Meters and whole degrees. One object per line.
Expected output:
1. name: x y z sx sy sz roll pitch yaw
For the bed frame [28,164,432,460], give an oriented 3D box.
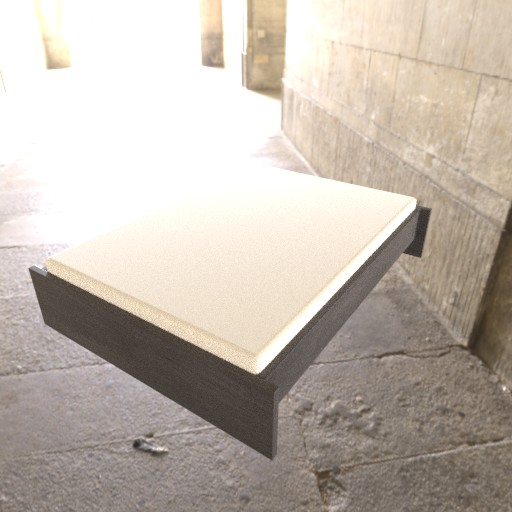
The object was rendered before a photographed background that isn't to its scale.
1. bed frame: 0.000 0.000 2.672 1.490 0.432 1.950 19 34 30
